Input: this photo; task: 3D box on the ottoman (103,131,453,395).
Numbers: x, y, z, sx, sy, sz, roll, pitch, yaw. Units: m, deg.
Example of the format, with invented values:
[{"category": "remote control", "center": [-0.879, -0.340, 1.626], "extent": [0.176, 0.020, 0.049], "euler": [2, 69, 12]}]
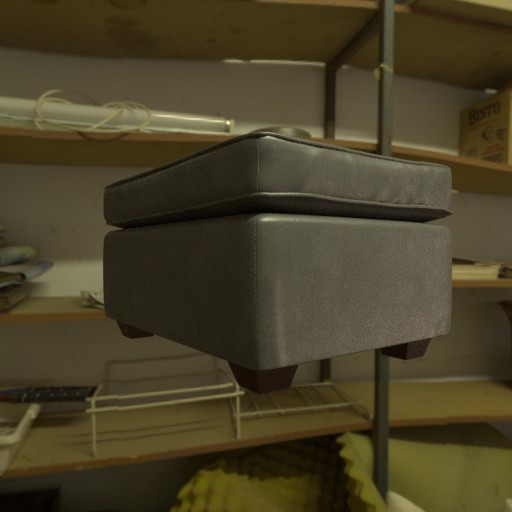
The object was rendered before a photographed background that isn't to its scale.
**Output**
[{"category": "ottoman", "center": [0.000, 0.000, 1.109], "extent": [0.554, 0.445, 0.756], "euler": [0, 1, -36]}]
